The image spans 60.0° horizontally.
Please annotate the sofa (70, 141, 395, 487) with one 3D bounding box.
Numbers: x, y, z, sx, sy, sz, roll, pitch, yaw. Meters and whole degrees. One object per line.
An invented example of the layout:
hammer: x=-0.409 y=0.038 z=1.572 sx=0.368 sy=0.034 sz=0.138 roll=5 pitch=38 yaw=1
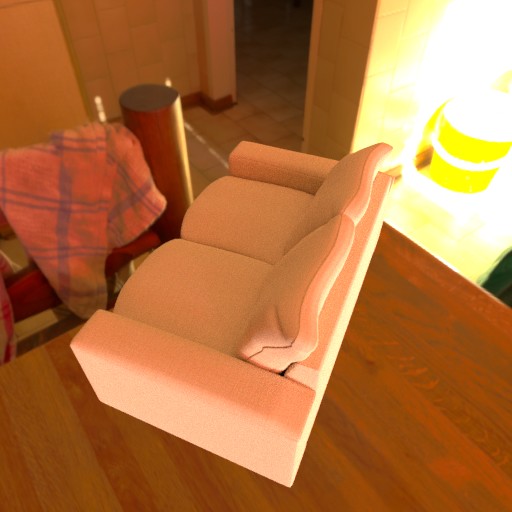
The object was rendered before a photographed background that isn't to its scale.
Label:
sofa: x=0.000 y=0.000 z=2.350 sx=1.091 sy=0.875 sz=1.754 roll=17 pitch=48 yaw=16
